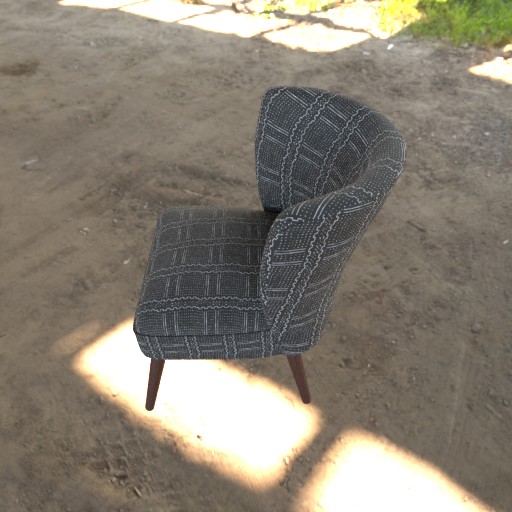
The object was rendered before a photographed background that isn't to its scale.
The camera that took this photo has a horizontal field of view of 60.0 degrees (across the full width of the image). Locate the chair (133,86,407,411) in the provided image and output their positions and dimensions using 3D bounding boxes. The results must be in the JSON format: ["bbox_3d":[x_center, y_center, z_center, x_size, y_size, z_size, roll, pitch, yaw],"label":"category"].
[{"bbox_3d":[0.000,0.000,1.418,0.758,0.866,0.710,-1,43,-1],"label":"chair"}]
